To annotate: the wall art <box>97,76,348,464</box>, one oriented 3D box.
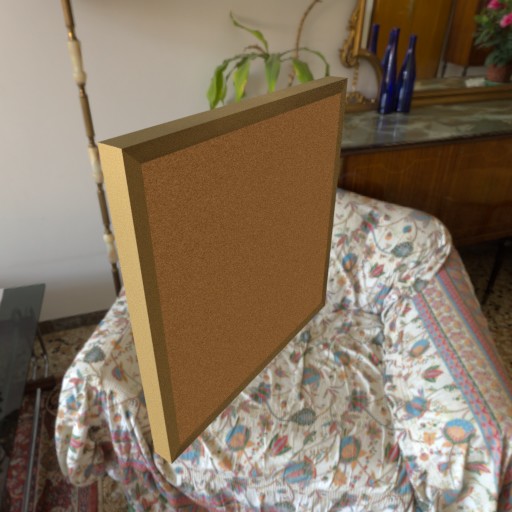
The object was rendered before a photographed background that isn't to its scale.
[{"bbox_3d":[0.000,0.000,0.756,0.038,0.508,0.507,20,37,30],"label":"wall art"}]
